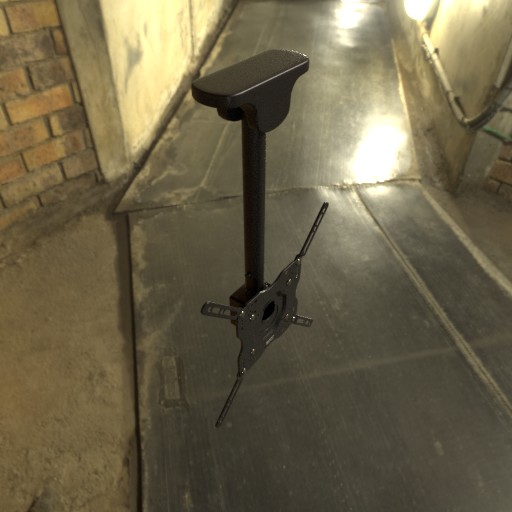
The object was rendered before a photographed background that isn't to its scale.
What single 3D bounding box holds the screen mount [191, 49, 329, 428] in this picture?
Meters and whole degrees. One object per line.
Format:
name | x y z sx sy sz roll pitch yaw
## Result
screen mount | 0.000 0.000 0.889 0.090 0.729 0.393 28 49 28
